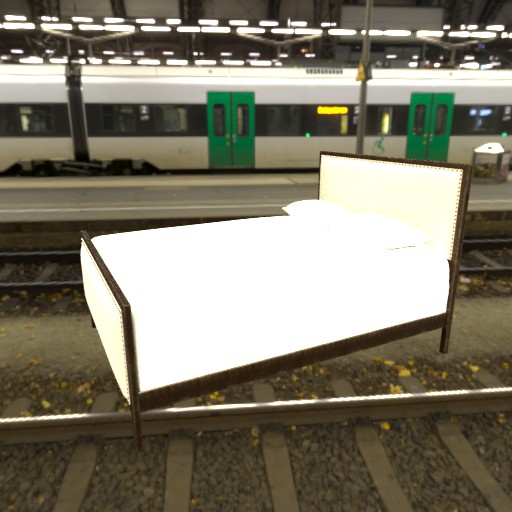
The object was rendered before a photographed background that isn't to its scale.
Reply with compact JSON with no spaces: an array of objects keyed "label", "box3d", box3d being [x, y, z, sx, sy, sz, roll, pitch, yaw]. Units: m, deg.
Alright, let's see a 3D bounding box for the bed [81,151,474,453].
[{"label":"bed","box3d":[0.000,0.000,3.146,2.221,1.313,1.607,-8,19,-26]}]
